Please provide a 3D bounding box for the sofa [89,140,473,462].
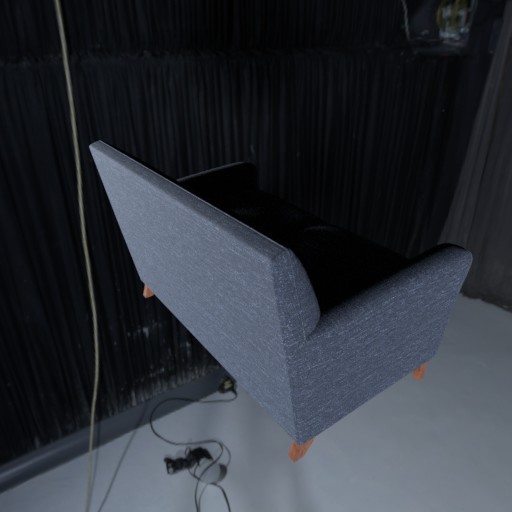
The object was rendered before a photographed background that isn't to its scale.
[{"bbox_3d":[0.000,0.000,1.909,0.875,0.846,1.420,-18,33,-31],"label":"sofa"}]
